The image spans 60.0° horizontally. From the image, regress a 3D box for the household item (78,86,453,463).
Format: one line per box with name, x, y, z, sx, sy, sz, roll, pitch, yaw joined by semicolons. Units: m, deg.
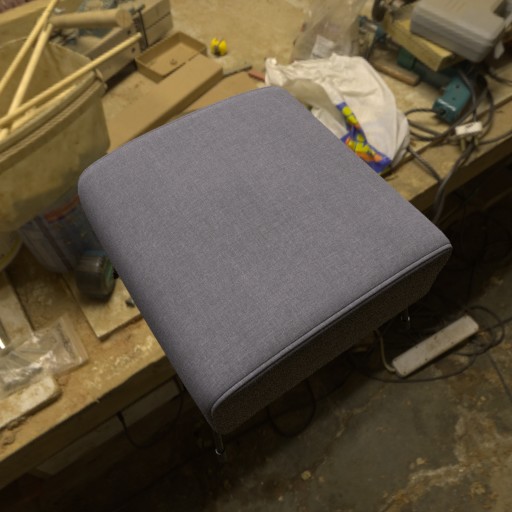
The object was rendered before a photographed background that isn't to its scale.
household item;0.000;0.000;0.912;0.530;0.410;0.530;-30;63;-17
